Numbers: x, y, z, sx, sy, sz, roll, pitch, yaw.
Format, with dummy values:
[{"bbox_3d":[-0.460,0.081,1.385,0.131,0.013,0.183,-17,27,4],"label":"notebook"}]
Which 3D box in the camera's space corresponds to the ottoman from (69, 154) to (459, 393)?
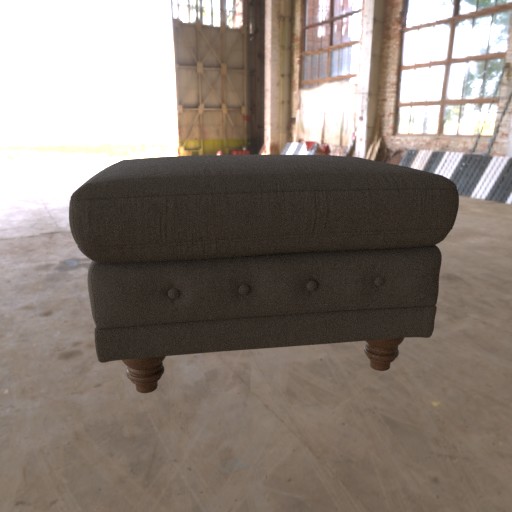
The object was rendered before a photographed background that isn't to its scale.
[{"bbox_3d":[0.000,0.000,1.145,0.771,0.500,0.569,-3,17,-9],"label":"ottoman"}]
